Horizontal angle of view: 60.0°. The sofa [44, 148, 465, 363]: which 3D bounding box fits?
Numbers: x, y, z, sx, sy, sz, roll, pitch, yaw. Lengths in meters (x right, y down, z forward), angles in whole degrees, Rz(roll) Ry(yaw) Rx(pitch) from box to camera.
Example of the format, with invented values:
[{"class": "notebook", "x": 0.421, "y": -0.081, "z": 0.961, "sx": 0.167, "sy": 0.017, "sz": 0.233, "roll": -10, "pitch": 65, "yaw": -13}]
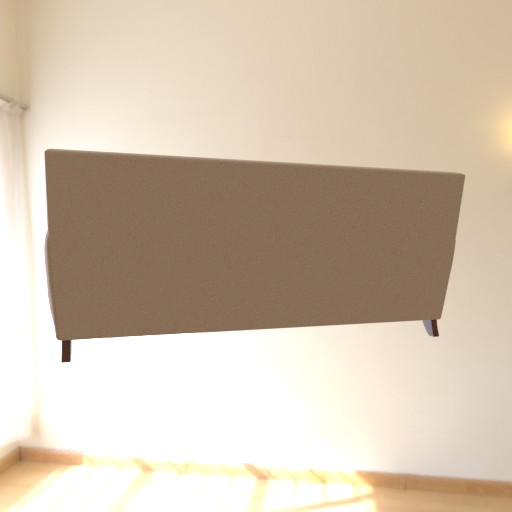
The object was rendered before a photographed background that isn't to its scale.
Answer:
[{"class": "sofa", "x": 0.000, "y": 0.000, "z": 2.342, "sx": 2.000, "sy": 0.846, "sz": 0.875, "roll": 0, "pitch": 1, "yaw": -17}]
